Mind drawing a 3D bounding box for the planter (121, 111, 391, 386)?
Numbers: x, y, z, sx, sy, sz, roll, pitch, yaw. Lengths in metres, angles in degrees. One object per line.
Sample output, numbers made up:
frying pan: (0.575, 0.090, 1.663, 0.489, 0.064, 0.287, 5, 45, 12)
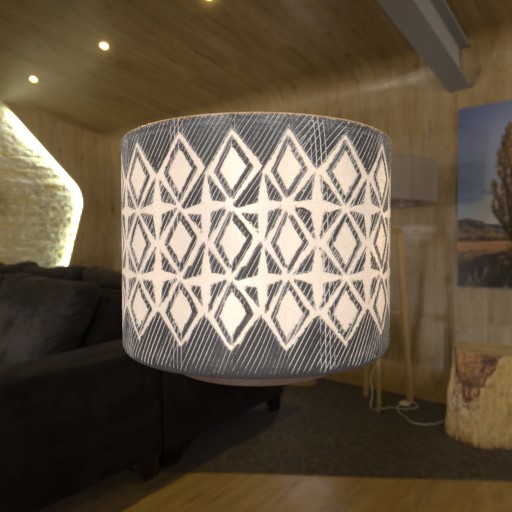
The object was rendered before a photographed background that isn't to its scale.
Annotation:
planter: (0.000, 0.000, 0.218, 0.126, 0.104, 0.126, 0, 2, 0)
